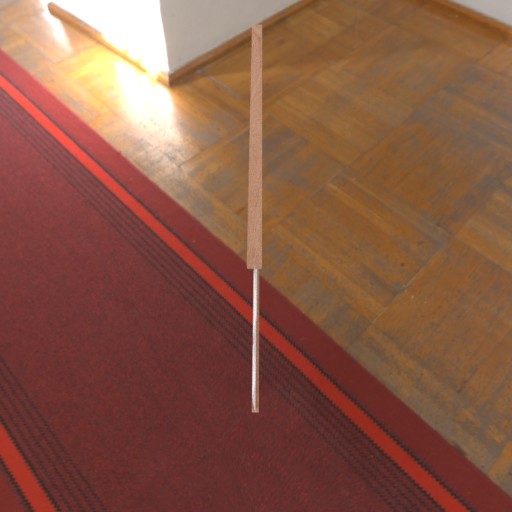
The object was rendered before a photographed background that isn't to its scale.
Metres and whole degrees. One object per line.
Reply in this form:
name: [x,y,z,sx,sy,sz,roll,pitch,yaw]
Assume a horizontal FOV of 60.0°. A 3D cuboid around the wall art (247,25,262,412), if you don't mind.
wall art: [0.000,0.000,0.656,0.012,0.508,0.332,0,58,0]
